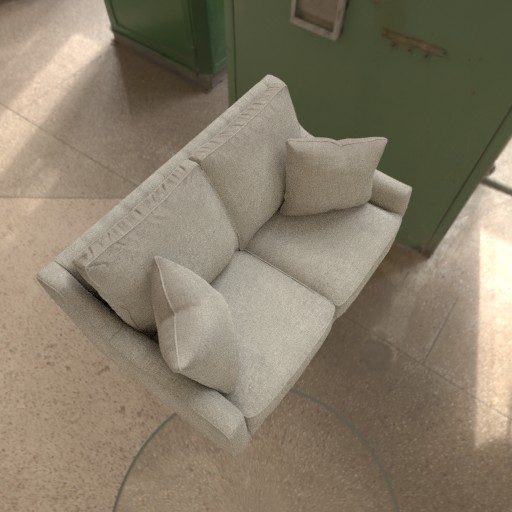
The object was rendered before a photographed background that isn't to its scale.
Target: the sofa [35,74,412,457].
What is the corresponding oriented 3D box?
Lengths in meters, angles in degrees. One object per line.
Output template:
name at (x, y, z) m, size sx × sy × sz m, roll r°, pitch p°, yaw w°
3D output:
sofa at (0.000, 0.000, 2.000) m, size 0.915 × 0.863 × 1.422 m, roll 32°, pitch 63°, yaw 18°
